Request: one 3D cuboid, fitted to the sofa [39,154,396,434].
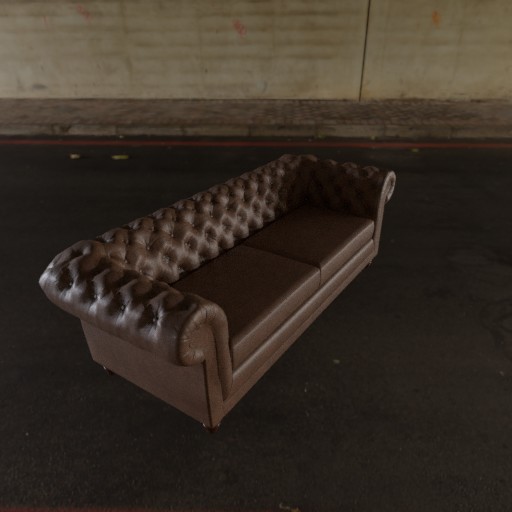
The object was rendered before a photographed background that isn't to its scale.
[{"bbox_3d":[0.000,0.000,2.796,0.944,0.783,2.385,17,32,30],"label":"sofa"}]
